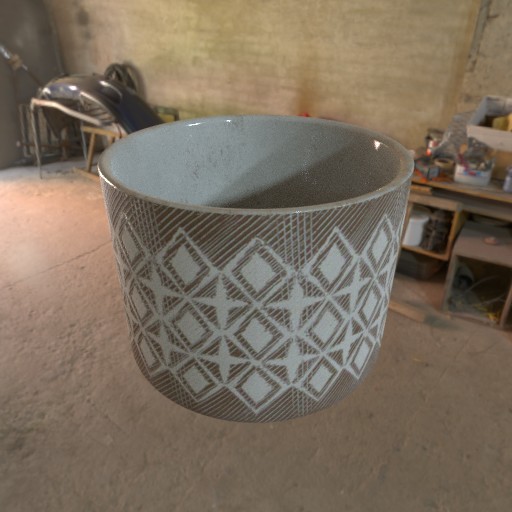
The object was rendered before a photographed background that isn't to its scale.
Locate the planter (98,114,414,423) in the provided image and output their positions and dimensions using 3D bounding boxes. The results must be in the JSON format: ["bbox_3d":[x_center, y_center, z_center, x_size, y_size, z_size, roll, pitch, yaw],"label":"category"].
[{"bbox_3d":[0.000,0.000,0.211,0.126,0.104,0.126,0,30,0],"label":"planter"}]
